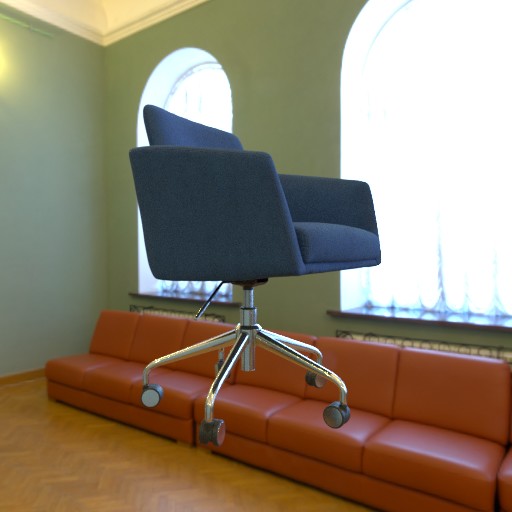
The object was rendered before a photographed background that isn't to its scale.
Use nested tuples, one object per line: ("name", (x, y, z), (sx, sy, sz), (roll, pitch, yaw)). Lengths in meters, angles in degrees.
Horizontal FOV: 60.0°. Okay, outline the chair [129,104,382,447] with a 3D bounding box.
("chair", (0.000, 0.000, 1.332), (0.635, 0.908, 0.641), (0, 1, 34))
